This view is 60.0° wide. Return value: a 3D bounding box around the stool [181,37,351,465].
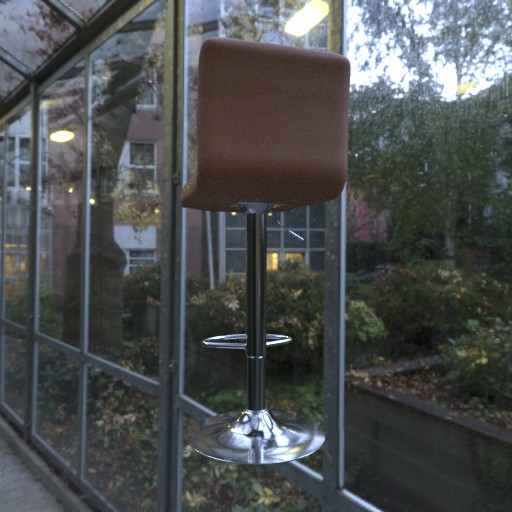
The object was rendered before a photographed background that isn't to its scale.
[{"bbox_3d":[0.000,0.000,1.388,0.430,1.115,0.505,0,-1,-16],"label":"stool"}]
